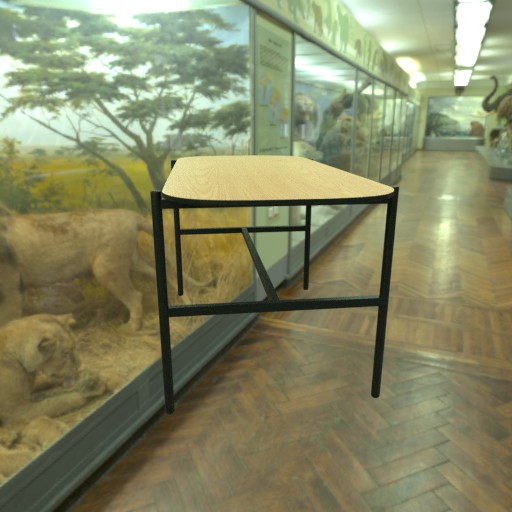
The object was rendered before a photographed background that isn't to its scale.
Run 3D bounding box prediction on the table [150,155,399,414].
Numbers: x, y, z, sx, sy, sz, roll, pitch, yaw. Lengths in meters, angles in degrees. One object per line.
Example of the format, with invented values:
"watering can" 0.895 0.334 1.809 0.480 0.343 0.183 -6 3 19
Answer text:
"table" 0.000 0.000 1.032 0.400 0.400 0.800 -2 17 -7
